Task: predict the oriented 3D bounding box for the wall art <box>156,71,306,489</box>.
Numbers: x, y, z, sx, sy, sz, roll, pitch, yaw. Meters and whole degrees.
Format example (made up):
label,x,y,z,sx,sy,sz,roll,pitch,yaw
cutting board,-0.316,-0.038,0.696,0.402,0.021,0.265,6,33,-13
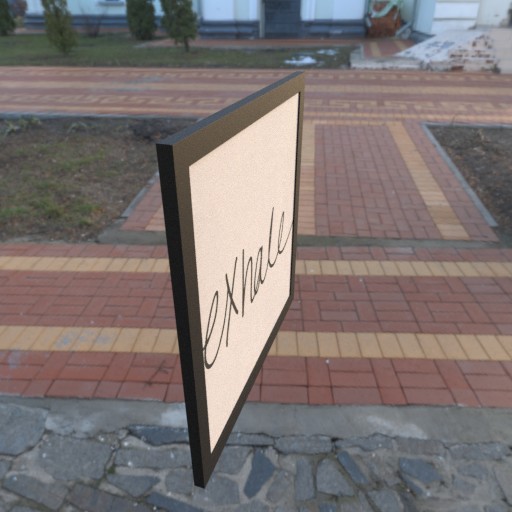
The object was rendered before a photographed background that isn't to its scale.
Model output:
label,x,y,z,sx,sy,sz,roll,pitch,yaw
wall art,0.000,0.000,0.515,0.012,0.357,0.358,10,31,16
